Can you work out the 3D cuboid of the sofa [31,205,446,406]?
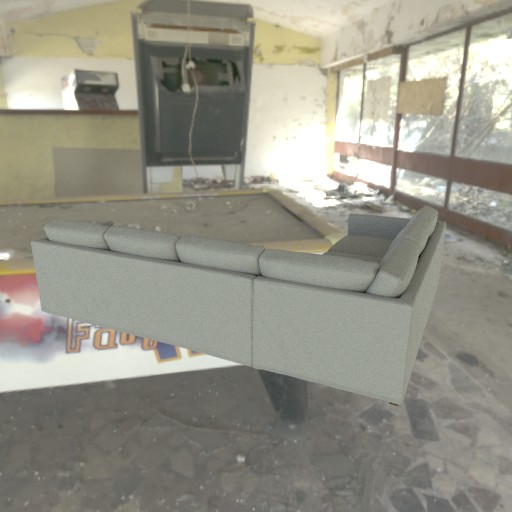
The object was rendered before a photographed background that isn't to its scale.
[{"bbox_3d":[0.000,0.000,4.268,3.182,0.871,2.432,8,19,25],"label":"sofa"}]
